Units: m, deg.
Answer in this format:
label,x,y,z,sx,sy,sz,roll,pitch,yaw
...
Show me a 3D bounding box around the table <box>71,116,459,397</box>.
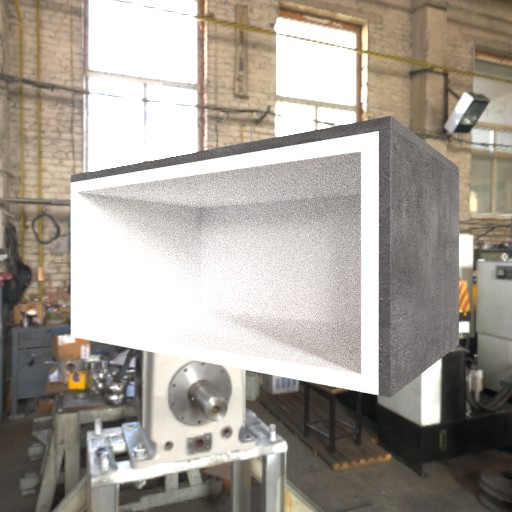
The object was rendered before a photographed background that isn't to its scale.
label,x,y,z,sx,sy,sz,roll,pitch,yaw
table,0.000,0.000,0.916,0.700,0.350,0.400,0,0,36
